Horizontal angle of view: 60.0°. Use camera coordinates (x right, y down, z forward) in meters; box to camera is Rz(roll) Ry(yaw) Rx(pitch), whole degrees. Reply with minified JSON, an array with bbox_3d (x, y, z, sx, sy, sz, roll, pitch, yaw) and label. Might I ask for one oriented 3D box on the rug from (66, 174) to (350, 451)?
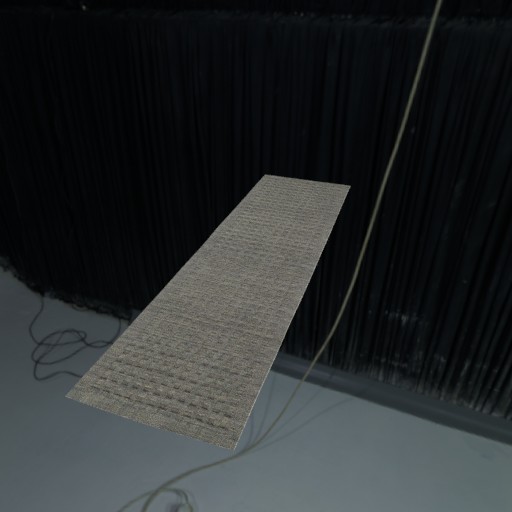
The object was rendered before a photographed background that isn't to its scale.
[{"bbox_3d":[0.000,0.000,2.591,0.706,0.009,2.443,11,34,16],"label":"rug"}]
